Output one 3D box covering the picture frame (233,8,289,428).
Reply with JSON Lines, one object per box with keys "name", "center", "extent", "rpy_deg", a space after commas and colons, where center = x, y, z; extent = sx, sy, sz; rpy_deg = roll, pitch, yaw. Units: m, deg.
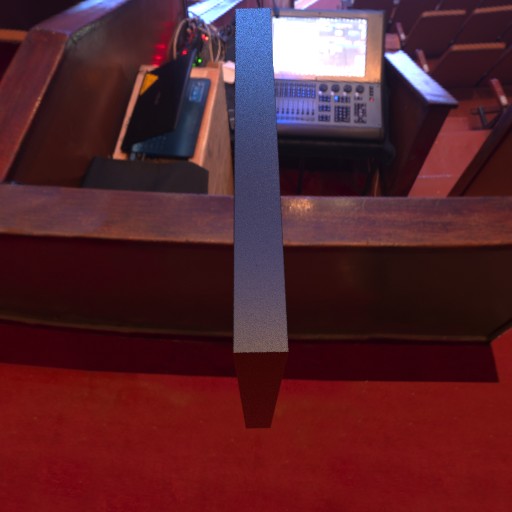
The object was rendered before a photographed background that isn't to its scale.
{"name": "picture frame", "center": [0.000, 0.000, 0.509], "extent": [0.034, 0.378, 0.328], "rpy_deg": [-1, 62, 0]}
